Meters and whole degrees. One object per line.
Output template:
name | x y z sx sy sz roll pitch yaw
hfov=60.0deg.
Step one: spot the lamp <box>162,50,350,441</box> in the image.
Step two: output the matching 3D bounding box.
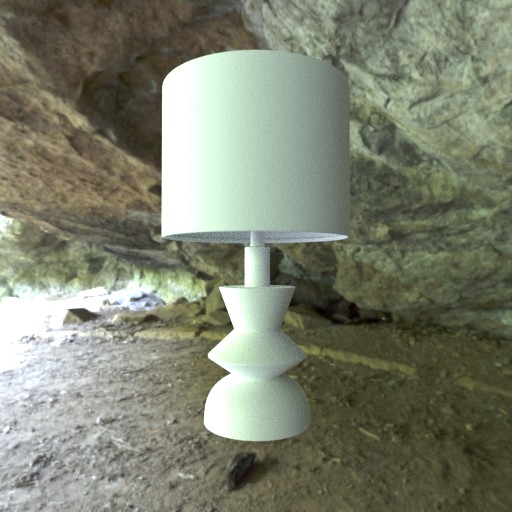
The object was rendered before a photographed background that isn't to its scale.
lamp | 0.000 0.000 0.723 0.301 0.533 0.301 1 -2 -36
